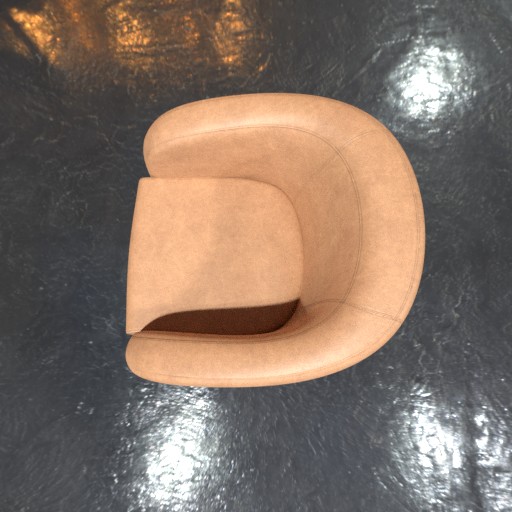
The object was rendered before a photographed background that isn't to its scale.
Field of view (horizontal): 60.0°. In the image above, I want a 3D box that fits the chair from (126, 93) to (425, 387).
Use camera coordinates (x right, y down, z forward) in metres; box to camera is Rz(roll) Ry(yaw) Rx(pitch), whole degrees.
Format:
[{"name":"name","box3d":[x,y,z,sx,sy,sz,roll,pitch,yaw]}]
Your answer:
[{"name":"chair","box3d":[0.000,0.000,1.418,0.815,0.771,0.791,1,76,0]}]
